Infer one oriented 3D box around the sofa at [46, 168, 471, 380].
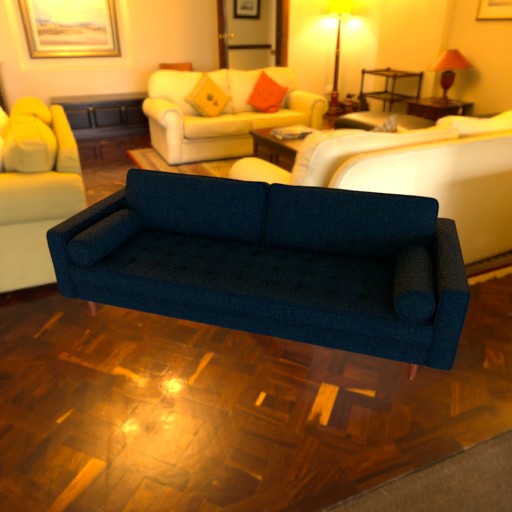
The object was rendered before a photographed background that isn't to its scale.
[{"bbox_3d":[0.000,0.000,2.631,2.210,0.762,0.914,8,29,15],"label":"sofa"}]
